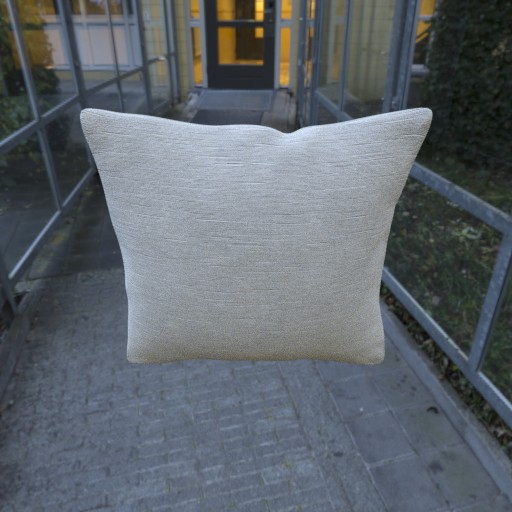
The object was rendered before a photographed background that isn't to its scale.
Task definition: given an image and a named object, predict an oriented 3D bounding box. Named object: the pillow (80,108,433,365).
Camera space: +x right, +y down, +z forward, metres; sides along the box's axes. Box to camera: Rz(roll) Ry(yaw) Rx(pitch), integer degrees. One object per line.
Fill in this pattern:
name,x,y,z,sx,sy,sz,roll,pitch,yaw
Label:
pillow,0.000,0.000,0.649,0.437,0.420,0.162,0,29,0
